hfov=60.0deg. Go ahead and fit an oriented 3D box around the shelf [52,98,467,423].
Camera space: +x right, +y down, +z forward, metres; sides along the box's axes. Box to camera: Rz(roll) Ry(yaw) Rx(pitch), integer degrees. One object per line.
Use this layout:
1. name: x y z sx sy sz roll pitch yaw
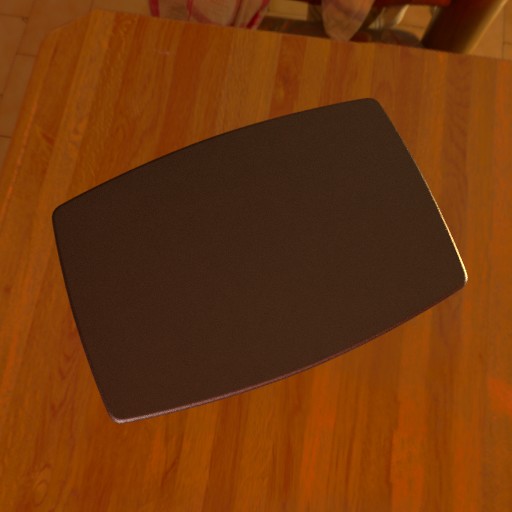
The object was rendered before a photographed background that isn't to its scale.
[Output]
1. shelf: 0.000 0.000 0.521 0.410 0.100 0.280 -21 77 -5
